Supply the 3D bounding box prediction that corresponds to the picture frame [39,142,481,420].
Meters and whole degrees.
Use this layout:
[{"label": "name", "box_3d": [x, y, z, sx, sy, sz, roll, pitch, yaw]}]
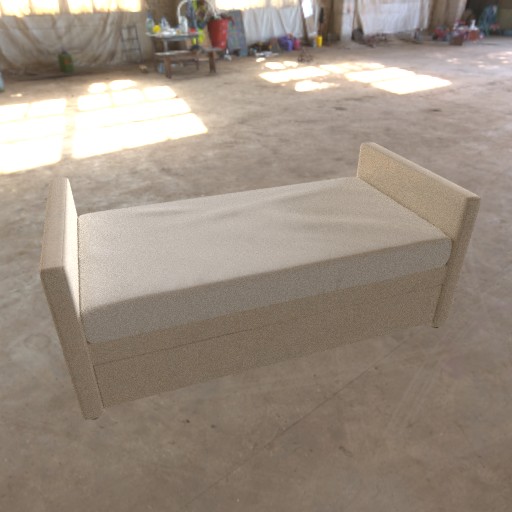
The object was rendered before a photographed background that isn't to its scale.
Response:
[{"label": "picture frame", "box_3d": [0.000, 0.000, 2.670, 2.161, 0.891, 1.069, -10, 33, -17]}]
